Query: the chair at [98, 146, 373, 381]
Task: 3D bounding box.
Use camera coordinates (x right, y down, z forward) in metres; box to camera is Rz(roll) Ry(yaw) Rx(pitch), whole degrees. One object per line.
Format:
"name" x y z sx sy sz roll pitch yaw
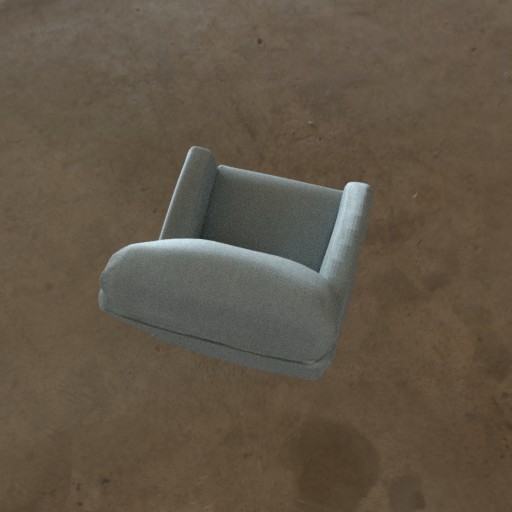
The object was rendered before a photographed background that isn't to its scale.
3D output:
"chair" 0.000 0.000 1.663 0.794 1.016 0.940 13 63 7
